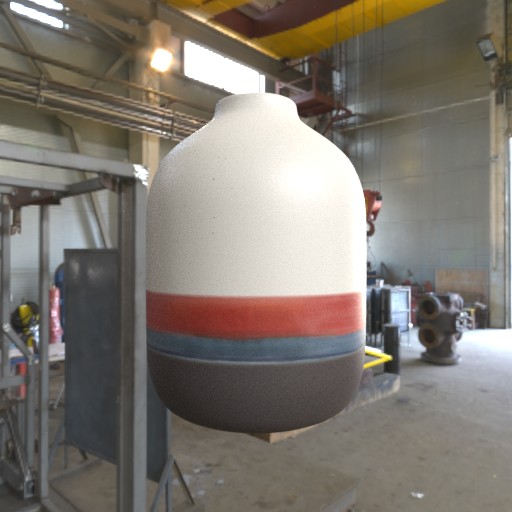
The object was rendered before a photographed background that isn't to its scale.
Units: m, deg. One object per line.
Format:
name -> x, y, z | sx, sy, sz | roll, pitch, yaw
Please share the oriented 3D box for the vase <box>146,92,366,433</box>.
vase -> 0.000, 0.000, 0.351 | 0.169, 0.237, 0.169 | 0, 0, 0
